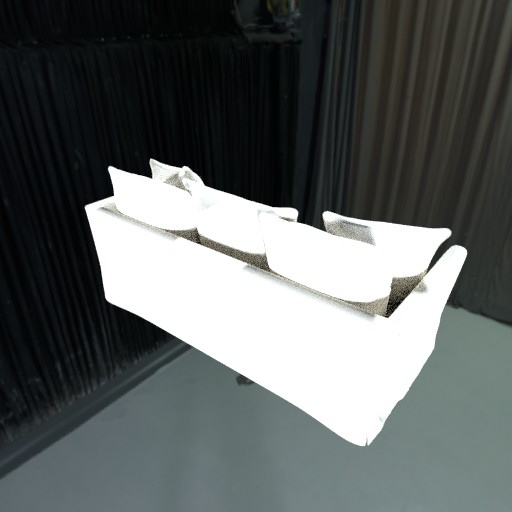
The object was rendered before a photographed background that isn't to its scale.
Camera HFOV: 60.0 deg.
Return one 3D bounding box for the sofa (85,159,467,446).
[{"bbox_3d":[0.000,0.000,2.892,2.290,1.034,1.031,21,35,33],"label":"sofa"}]
